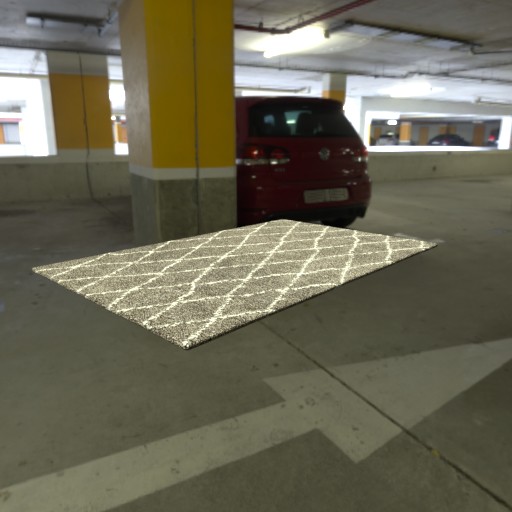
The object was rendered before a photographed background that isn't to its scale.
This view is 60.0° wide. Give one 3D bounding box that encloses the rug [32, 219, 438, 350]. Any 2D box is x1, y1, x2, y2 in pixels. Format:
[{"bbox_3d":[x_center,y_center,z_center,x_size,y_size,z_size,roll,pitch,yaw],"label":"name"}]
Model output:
[{"bbox_3d":[0.000,0.000,3.497,1.778,0.030,2.743,14,20,42],"label":"rug"}]
